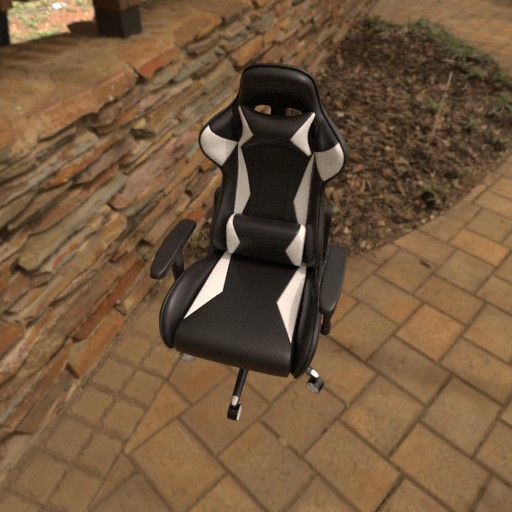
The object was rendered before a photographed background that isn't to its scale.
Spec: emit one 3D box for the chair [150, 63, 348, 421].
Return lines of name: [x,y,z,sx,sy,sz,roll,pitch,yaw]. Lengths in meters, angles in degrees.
chair: [0.000,0.000,1.731,0.730,1.285,0.695,11,42,12]
